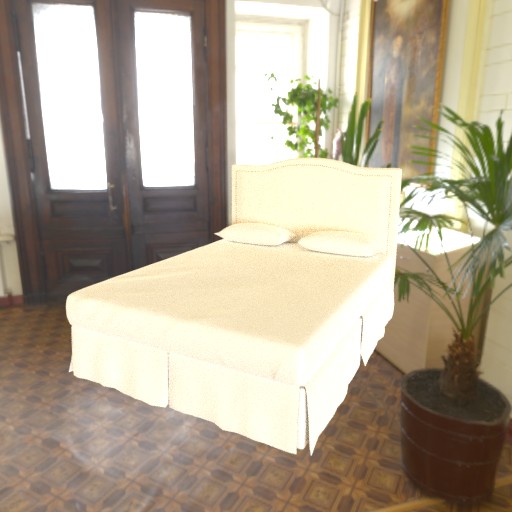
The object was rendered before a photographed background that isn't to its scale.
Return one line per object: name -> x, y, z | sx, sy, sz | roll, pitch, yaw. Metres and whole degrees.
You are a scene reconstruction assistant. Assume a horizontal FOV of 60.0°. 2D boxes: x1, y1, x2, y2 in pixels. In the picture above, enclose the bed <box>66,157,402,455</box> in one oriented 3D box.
bed -> 0.000, 0.000, 3.457 | 1.821, 1.436, 2.282 | 8, 16, 27
